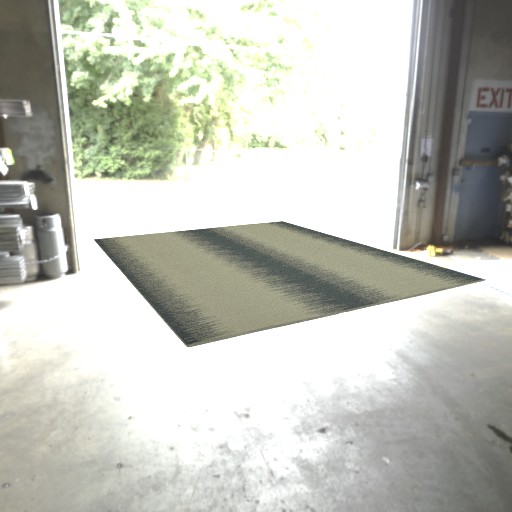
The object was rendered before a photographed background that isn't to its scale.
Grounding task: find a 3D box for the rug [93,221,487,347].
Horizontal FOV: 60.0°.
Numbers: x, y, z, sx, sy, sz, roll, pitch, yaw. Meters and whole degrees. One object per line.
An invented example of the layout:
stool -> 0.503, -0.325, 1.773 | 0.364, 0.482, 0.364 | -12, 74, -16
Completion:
rug -> 0.000, 0.000, 4.156 | 2.453, 0.004, 3.037 | -8, 16, -27
